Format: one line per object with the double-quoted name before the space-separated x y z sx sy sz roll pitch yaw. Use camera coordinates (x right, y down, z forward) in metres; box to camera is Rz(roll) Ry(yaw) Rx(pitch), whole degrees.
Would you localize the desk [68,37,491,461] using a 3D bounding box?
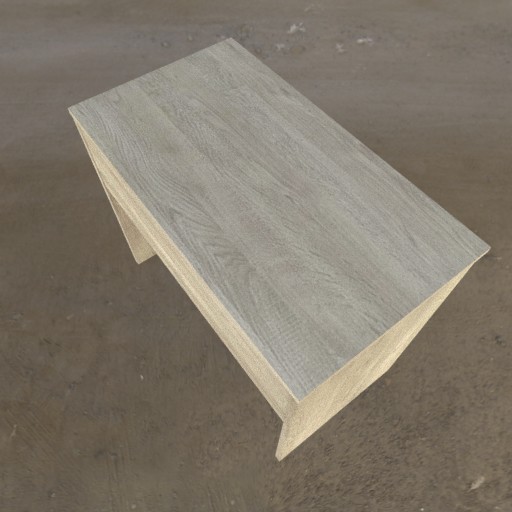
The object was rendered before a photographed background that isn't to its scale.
"desk" 0.000 0.000 1.297 0.498 0.724 0.893 -33 63 -19
